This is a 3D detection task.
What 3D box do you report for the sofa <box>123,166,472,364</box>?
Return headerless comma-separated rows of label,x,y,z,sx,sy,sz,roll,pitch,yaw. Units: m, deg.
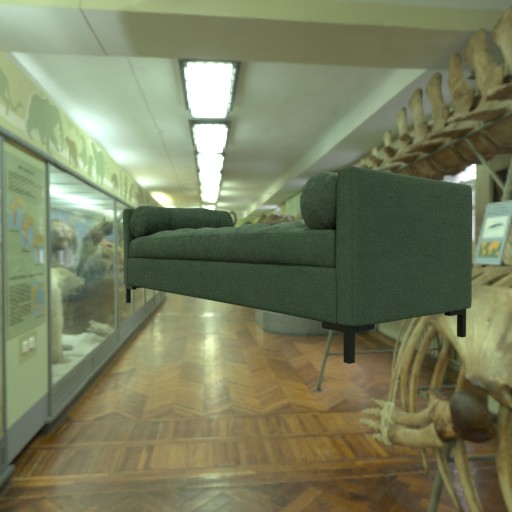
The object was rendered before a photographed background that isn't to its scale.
sofa,0.000,0.000,2.518,0.817,0.681,2.130,-1,1,-37
